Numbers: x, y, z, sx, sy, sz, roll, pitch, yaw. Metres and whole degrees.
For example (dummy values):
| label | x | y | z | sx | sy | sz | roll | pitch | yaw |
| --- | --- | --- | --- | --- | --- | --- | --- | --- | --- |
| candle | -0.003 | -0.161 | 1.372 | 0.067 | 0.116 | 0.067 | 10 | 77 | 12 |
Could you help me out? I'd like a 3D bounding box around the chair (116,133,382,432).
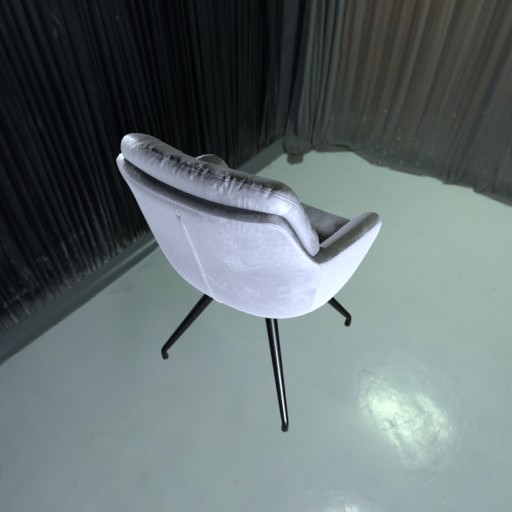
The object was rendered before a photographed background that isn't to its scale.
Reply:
| label | x | y | z | sx | sy | sz | roll | pitch | yaw |
| --- | --- | --- | --- | --- | --- | --- | --- | --- | --- |
| chair | 0.000 | 0.000 | 1.270 | 0.579 | 0.888 | 0.569 | 24 | 49 | 22 |
